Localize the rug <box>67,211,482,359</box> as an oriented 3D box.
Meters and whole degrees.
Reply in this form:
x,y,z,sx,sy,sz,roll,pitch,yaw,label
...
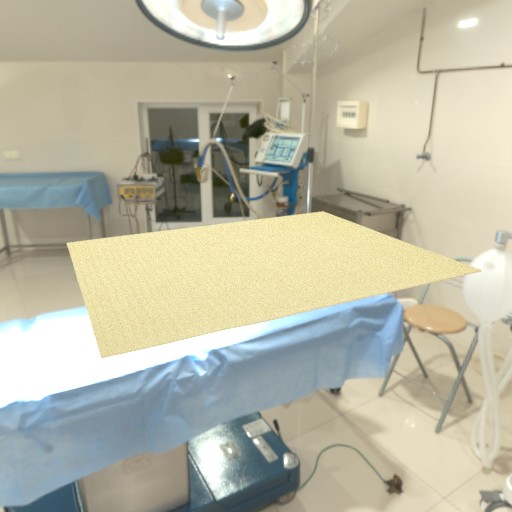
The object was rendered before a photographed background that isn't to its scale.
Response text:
x,y,z,sx,sy,sz,roll,pitch,yaw,label
0.000,0.000,4.247,3.204,0.016,2.452,-9,21,-24,rug
